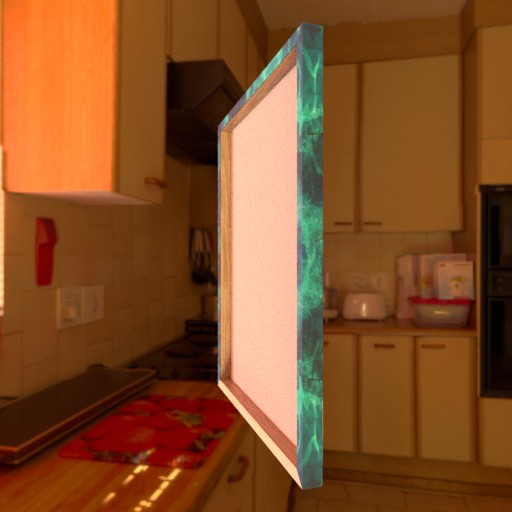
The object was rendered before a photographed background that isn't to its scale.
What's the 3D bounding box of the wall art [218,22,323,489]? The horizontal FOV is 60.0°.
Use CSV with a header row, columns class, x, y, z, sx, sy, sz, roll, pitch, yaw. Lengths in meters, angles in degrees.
class,x,y,z,sx,sy,sz,roll,pitch,yaw
wall art,0.000,0.000,1.016,0.038,0.760,0.609,0,0,-18
